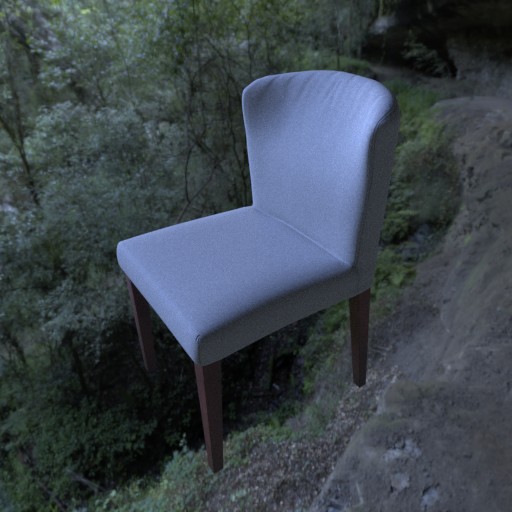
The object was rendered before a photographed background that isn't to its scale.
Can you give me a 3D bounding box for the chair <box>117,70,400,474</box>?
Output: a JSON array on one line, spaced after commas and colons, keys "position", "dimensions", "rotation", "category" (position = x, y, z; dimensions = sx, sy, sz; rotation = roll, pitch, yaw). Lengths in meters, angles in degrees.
[{"position": [0.000, 0.000, 1.147], "dimensions": [0.592, 0.839, 0.491], "rotation": [-19, 36, -29], "category": "chair"}]
